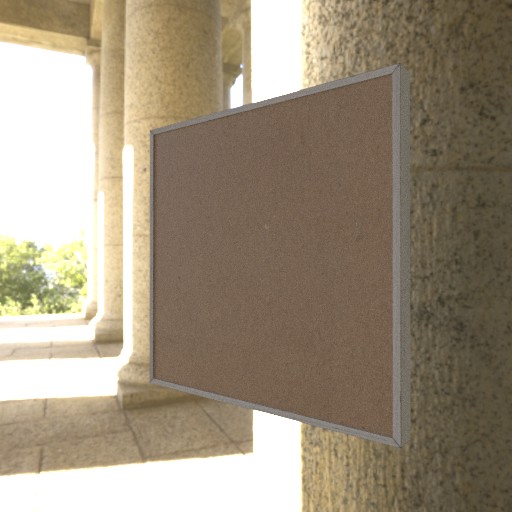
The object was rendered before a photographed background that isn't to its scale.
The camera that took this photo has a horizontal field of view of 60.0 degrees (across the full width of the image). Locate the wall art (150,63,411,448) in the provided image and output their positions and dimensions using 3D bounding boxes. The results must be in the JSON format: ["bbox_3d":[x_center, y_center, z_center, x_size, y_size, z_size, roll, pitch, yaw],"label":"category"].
[{"bbox_3d":[0.000,0.000,0.753,0.508,0.508,0.038,0,0,37],"label":"wall art"}]
